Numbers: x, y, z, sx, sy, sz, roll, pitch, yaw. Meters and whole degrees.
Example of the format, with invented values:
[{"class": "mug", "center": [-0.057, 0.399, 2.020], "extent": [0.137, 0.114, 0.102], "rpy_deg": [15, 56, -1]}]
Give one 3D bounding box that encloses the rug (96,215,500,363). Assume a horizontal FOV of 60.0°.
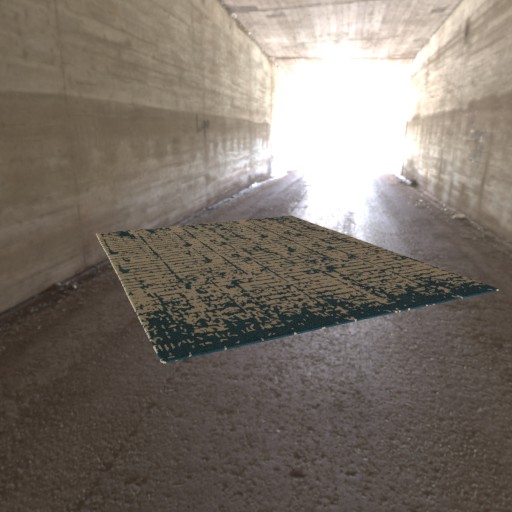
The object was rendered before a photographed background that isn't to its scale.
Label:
[{"class": "rug", "center": [0.000, 0.000, 3.966], "extent": [2.416, 0.014, 3.017], "rpy_deg": [-7, 18, -24]}]
